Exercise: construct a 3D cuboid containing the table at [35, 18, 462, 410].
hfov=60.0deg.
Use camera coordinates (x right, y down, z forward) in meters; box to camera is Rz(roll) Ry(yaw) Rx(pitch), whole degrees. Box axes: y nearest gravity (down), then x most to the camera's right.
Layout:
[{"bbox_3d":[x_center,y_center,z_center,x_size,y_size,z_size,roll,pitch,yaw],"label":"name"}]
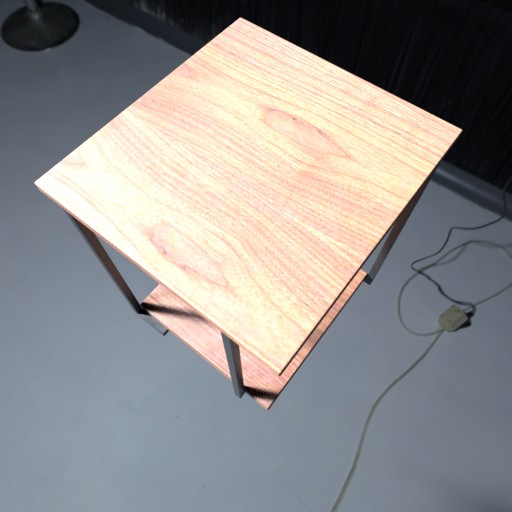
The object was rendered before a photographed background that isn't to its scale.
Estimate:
[{"bbox_3d":[0.000,0.000,0.825,0.384,0.567,0.411,35,68,16],"label":"table"}]
